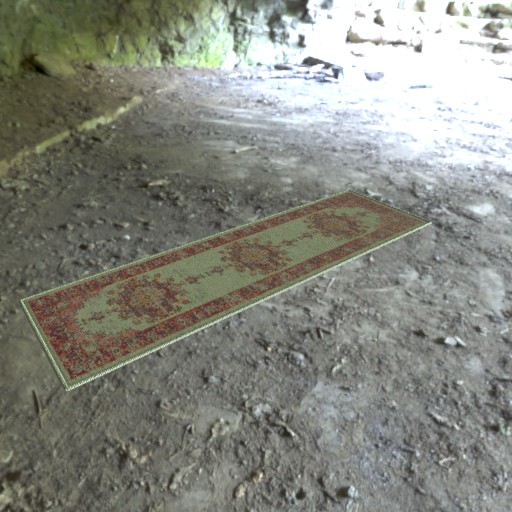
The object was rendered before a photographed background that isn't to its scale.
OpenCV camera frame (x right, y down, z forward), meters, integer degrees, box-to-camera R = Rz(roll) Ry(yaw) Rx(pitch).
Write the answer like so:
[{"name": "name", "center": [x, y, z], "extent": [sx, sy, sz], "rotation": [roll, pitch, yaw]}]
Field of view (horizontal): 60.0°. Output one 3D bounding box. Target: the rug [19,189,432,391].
[{"name": "rug", "center": [0.000, 0.000, 1.952], "extent": [1.824, 0.009, 0.562], "rotation": [-21, 36, -32]}]
